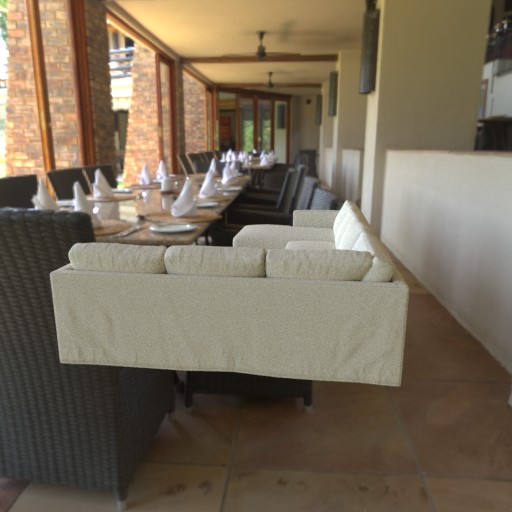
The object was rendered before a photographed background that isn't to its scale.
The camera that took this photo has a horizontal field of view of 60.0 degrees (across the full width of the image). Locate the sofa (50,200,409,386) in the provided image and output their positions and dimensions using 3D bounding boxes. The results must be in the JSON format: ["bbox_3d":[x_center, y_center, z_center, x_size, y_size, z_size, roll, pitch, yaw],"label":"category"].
[{"bbox_3d":[0.000,0.000,4.621,2.448,0.882,3.464,2,14,7],"label":"sofa"}]
